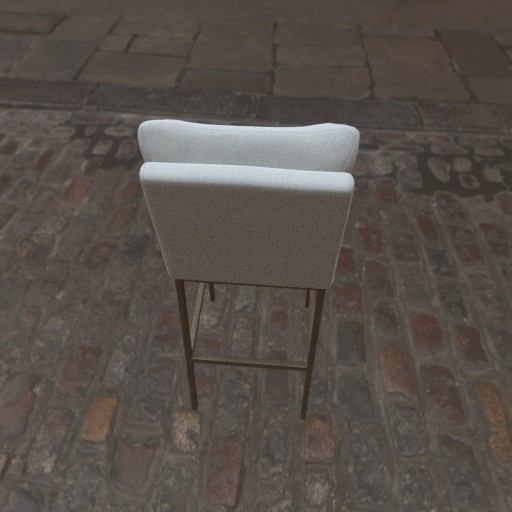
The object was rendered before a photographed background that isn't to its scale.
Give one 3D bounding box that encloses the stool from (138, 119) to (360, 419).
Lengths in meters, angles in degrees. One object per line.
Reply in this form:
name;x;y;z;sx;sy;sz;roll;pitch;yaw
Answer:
stool;0.000;0.000;1.411;0.463;1.125;0.572;3;46;3
